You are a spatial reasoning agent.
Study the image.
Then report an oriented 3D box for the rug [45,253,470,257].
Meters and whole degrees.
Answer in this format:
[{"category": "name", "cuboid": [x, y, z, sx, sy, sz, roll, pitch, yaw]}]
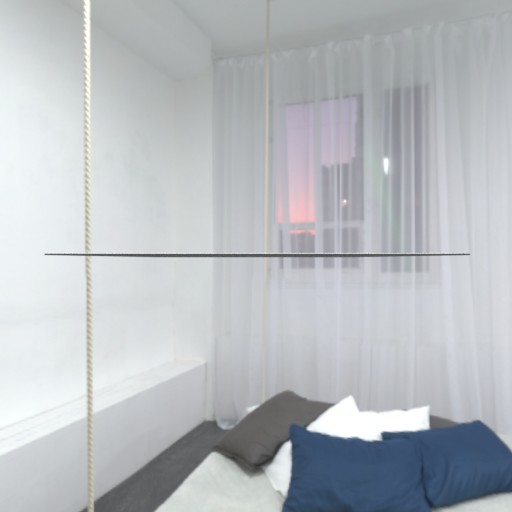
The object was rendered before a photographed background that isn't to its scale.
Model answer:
[{"category": "rug", "cuboid": [0.000, 0.000, 4.020, 2.438, 0.012, 3.048, 0, 0, 0]}]
